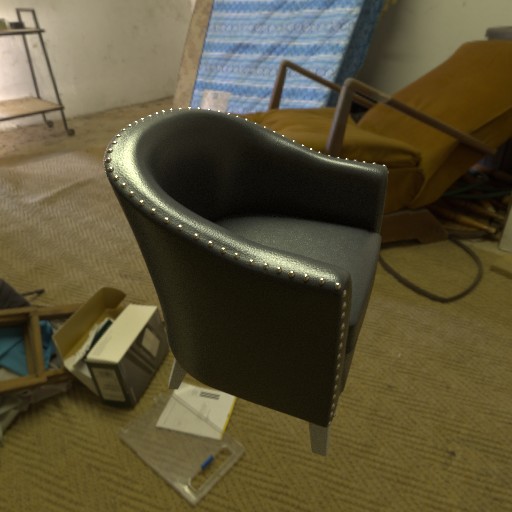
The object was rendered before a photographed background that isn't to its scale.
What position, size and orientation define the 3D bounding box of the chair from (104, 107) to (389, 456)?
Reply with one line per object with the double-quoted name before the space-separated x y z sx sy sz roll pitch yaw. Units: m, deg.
"chair" 0.000 0.000 1.432 0.748 0.823 0.794 11 33 18
